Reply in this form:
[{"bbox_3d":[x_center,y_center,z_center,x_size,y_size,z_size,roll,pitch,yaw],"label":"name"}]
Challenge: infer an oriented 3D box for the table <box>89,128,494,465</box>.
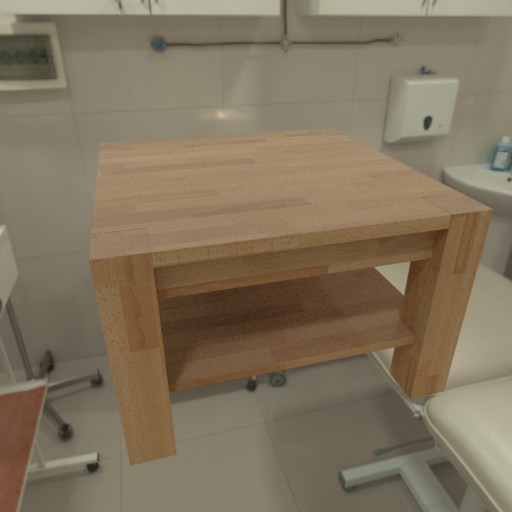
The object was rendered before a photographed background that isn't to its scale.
[{"bbox_3d":[0.000,0.000,1.124,0.700,0.451,0.700,-8,29,-14],"label":"table"}]
